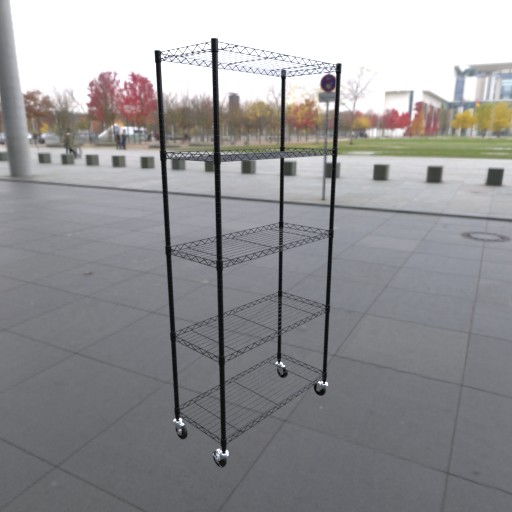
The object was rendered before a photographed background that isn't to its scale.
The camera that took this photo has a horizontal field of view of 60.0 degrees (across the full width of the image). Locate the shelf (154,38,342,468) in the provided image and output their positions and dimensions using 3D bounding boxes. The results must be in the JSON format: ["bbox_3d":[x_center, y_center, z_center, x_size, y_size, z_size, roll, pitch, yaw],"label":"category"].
[{"bbox_3d":[0.000,0.000,1.990,0.356,1.645,0.762,14,21,41],"label":"shelf"}]
